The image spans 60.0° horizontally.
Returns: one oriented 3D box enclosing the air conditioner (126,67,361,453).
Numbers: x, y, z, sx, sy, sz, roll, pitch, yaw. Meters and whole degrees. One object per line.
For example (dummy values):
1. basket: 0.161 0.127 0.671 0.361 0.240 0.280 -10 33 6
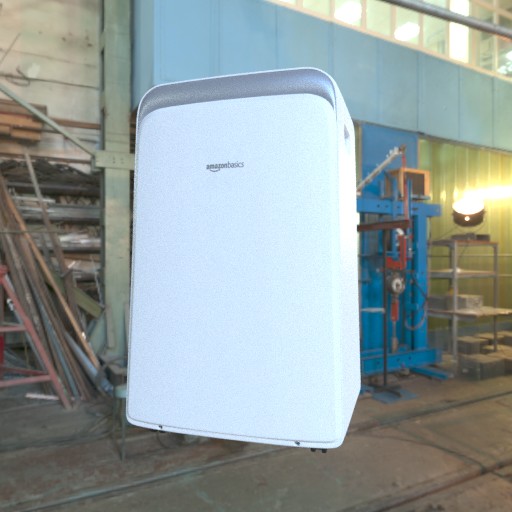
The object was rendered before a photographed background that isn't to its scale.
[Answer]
1. air conditioner: 0.000 0.000 1.063 0.478 0.765 0.467 0 0 16
